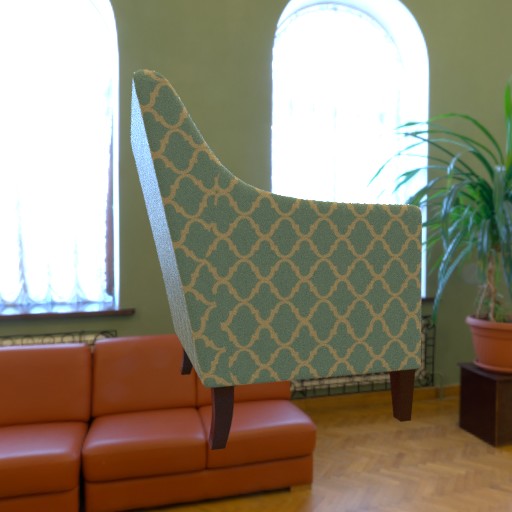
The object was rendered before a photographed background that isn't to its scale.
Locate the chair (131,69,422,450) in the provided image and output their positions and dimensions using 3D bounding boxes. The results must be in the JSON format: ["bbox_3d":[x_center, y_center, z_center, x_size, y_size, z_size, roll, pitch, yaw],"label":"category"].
[{"bbox_3d":[0.000,0.000,1.282,0.686,0.817,0.617,-1,2,-16],"label":"chair"}]
